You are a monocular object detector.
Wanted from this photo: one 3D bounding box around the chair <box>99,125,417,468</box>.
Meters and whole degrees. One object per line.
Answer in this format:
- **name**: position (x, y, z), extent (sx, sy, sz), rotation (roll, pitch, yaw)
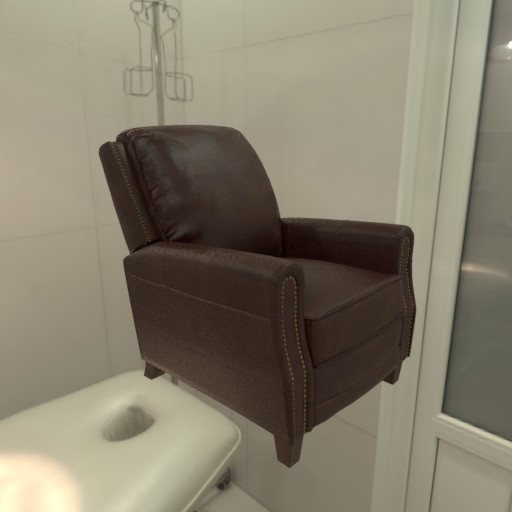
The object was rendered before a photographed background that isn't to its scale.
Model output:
- **chair**: position (0.000, 0.000, 1.779), extent (1.089, 1.022, 0.826), rotation (15, 21, 43)
